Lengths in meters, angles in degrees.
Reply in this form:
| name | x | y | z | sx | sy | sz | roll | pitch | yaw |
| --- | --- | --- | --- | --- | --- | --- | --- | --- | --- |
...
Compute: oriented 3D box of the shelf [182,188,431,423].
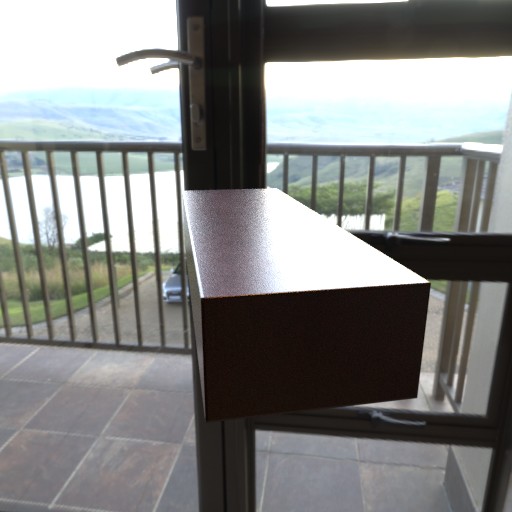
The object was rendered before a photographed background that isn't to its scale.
| name | x | y | z | sx | sy | sz | roll | pitch | yaw |
| --- | --- | --- | --- | --- | --- | --- | --- | --- | --- |
| shelf | 0.000 | 0.000 | 0.509 | 0.152 | 0.088 | 0.457 | -3 | 17 | -10 |
